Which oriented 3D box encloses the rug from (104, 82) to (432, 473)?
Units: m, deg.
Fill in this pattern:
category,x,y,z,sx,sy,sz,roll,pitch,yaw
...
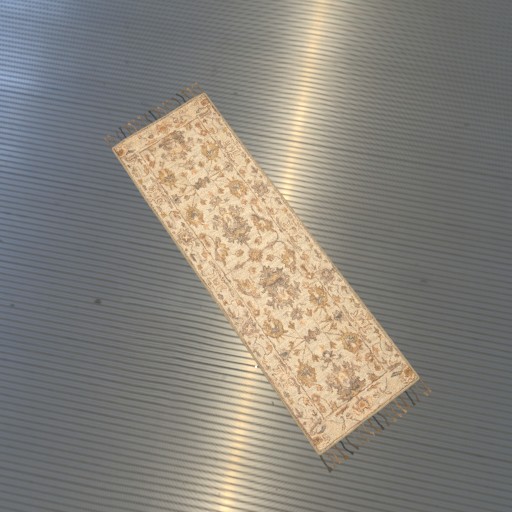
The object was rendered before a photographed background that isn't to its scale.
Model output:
category,x,y,z,sx,sy,sz,roll,pitch,yaw
rug,0.000,0.000,2.680,0.729,0.021,2.438,-34,78,-8
